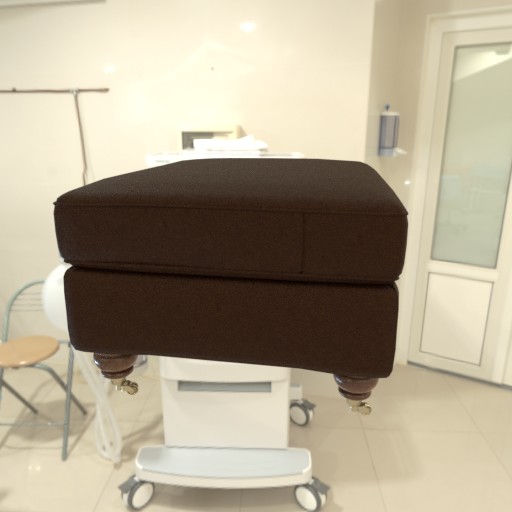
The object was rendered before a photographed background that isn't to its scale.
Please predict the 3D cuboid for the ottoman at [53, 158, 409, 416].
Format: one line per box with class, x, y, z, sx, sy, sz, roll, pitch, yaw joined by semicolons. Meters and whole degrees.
ottoman;0.000;0.000;1.779;0.967;0.730;1.187;3;17;9
